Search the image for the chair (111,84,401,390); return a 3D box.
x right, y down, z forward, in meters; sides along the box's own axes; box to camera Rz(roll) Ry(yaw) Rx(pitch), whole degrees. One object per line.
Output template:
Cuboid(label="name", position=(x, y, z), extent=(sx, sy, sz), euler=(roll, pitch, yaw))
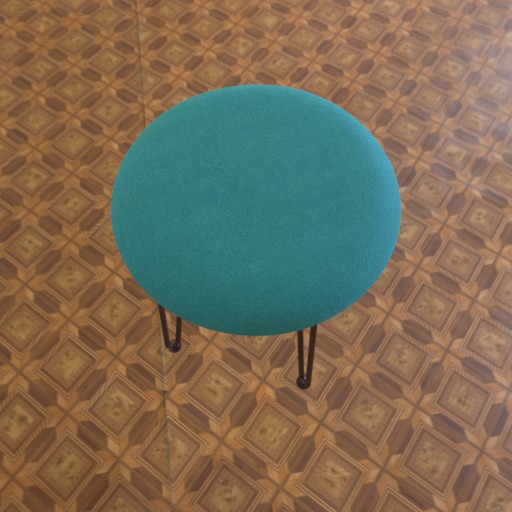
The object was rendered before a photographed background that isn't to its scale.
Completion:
Cuboid(label="chair", position=(0.000, 0.000, 0.696), extent=(0.350, 0.430, 0.350), euler=(3, 64, 2))
